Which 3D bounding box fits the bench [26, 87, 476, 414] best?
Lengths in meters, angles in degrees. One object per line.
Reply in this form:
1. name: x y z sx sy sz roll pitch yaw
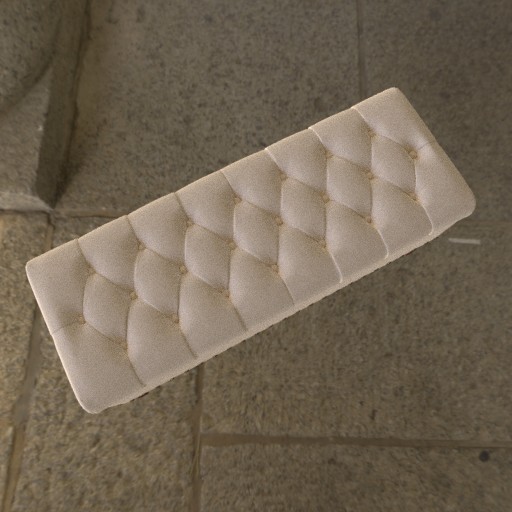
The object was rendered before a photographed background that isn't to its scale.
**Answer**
1. bench: 0.000 0.000 1.272 1.054 0.470 0.400 -27 77 -7
